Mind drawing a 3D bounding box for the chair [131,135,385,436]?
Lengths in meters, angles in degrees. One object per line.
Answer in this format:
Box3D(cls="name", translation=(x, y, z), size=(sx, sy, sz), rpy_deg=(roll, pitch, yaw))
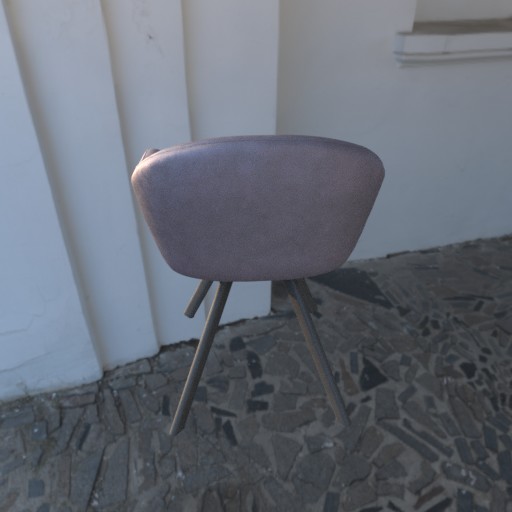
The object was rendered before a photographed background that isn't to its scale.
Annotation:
Box3D(cls="chair", translation=(0.000, 0.000, 1.164), size=(0.567, 0.781, 0.544), rpy_deg=(-2, 32, -3))
